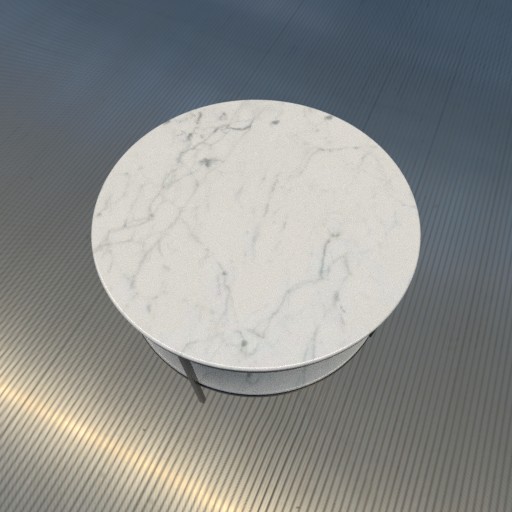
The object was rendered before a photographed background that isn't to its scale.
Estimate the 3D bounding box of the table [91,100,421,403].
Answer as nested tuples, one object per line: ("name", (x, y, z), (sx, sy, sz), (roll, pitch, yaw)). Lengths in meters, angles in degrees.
("table", (0.000, 0.000, 1.286), (0.800, 0.450, 0.800), (0, 59, 0))
